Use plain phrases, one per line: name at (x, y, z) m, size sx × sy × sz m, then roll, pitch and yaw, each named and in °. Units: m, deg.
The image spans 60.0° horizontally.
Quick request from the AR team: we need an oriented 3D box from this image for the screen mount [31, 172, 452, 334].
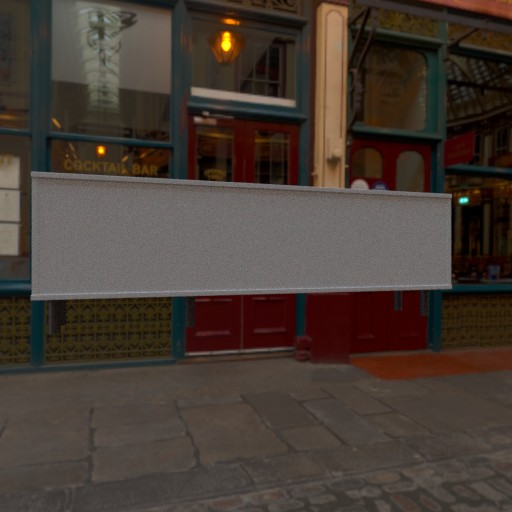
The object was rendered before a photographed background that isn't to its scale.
screen mount at (0.000, 0.000, 1.818) m, size 1.600 × 0.520 × 0.418 m, roll 0°, pitch 0°, yaw -18°
